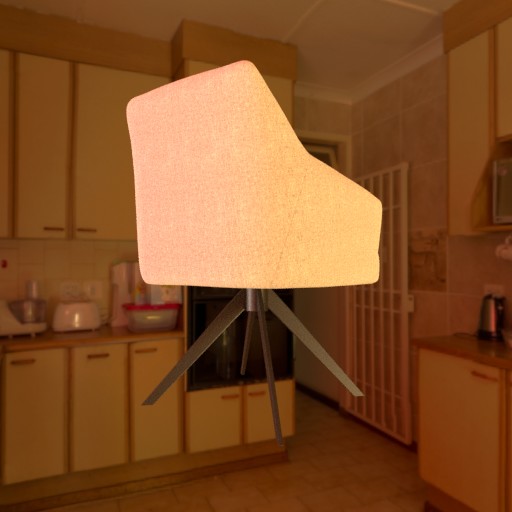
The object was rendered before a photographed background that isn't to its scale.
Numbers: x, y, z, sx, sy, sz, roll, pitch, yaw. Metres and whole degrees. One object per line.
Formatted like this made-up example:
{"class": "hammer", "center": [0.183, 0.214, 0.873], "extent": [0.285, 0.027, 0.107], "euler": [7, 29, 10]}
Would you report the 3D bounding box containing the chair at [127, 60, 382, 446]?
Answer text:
{"class": "chair", "center": [0.000, 0.000, 1.349], "extent": [0.642, 0.874, 0.677], "euler": [-1, -1, 36]}
